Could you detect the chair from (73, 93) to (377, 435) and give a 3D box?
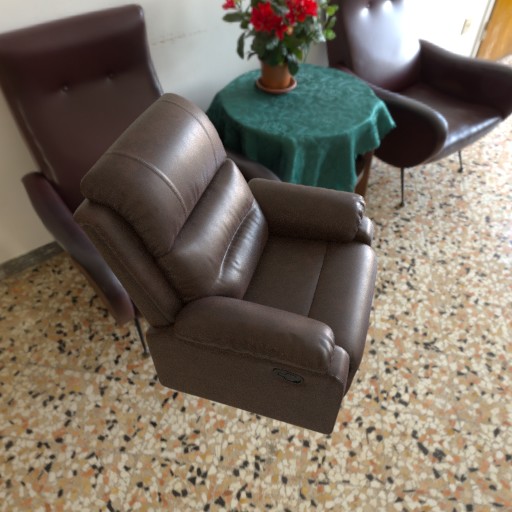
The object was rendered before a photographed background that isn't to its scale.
[{"bbox_3d":[0.000,0.000,1.674,0.919,0.992,0.855,13,47,12],"label":"chair"}]
